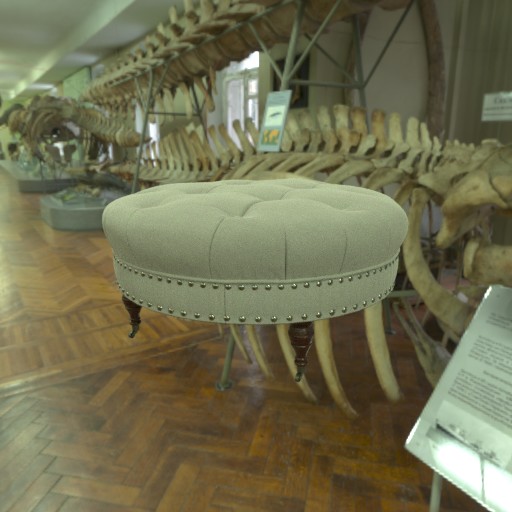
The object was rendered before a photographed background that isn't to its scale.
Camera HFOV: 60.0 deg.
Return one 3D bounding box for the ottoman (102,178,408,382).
[{"bbox_3d":[0.000,0.000,1.393,0.901,0.439,0.901,0,15,0],"label":"ottoman"}]
